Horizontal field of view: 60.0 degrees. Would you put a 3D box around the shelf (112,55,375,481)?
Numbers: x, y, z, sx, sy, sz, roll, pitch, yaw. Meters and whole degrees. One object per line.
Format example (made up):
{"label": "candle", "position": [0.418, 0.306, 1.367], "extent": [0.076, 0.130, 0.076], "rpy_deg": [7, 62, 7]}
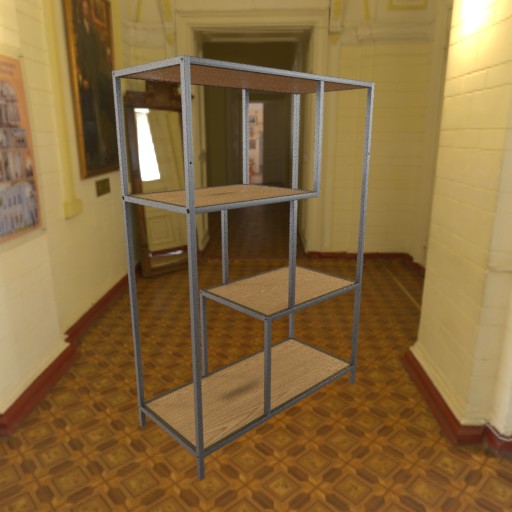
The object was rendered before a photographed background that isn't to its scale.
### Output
{"label": "shelf", "position": [0.000, 0.000, 1.512], "extent": [0.770, 1.138, 0.350], "rpy_deg": [-14, 20, -41]}
